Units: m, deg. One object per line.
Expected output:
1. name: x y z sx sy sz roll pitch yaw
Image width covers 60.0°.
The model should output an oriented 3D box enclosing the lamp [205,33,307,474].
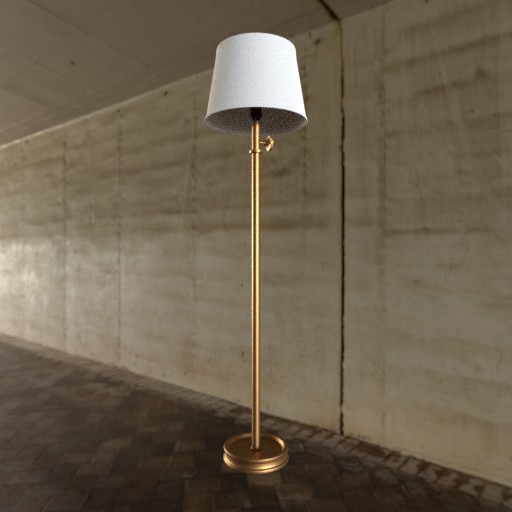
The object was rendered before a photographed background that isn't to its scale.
1. lamp: 0.000 0.000 0.775 0.178 0.710 0.178 0 1 0
